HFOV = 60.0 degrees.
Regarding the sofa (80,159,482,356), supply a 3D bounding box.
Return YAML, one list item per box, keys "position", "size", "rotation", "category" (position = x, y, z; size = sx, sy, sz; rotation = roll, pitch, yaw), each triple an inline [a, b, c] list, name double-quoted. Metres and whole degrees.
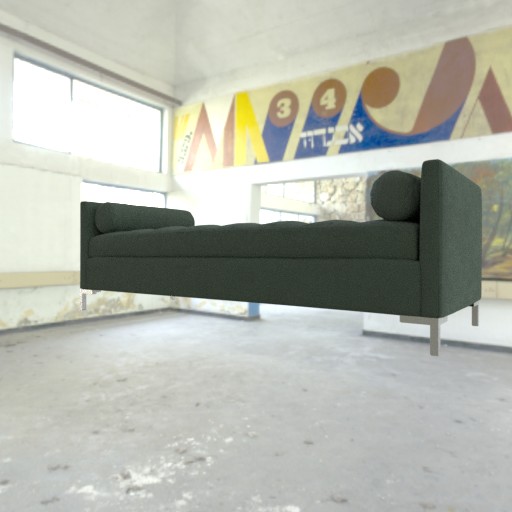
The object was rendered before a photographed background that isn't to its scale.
- position: [0.000, 0.000, 2.384]
  size: [2.102, 0.657, 0.797]
  rotation: [0, 0, 36]
  category: "sofa"
